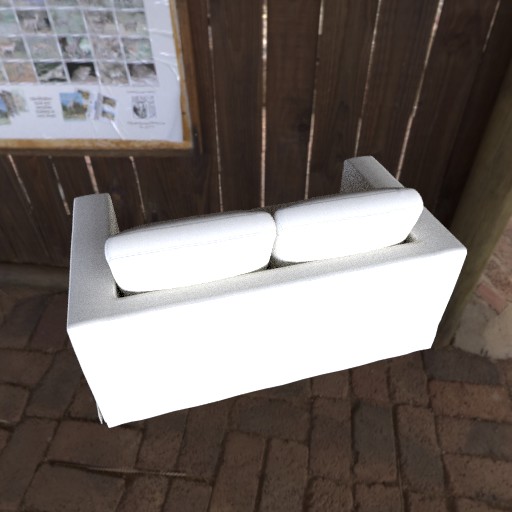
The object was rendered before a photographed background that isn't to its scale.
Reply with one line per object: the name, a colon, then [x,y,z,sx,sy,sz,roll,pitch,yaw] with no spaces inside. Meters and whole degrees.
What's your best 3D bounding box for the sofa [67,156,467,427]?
sofa: [0.000,0.000,2.375,1.813,0.932,1.009,-10,41,-12]
